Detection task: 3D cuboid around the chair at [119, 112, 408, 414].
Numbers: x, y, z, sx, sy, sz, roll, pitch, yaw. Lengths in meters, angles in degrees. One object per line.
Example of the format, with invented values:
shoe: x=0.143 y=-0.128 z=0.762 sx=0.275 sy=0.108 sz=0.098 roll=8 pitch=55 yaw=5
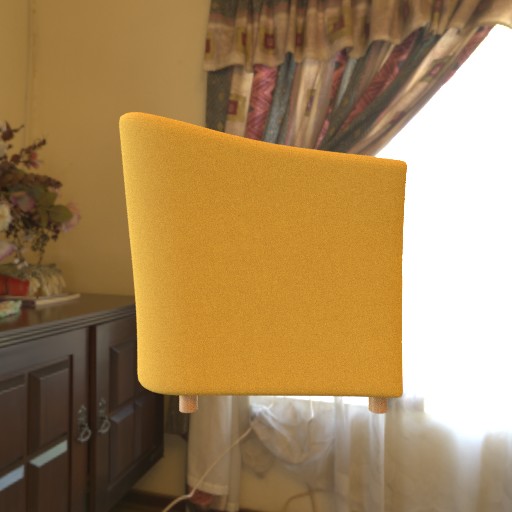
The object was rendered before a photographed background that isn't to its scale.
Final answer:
chair: x=0.000 y=0.000 z=1.375 sx=0.700 sy=0.720 sz=0.790 roll=0 pitch=1 yaw=1
